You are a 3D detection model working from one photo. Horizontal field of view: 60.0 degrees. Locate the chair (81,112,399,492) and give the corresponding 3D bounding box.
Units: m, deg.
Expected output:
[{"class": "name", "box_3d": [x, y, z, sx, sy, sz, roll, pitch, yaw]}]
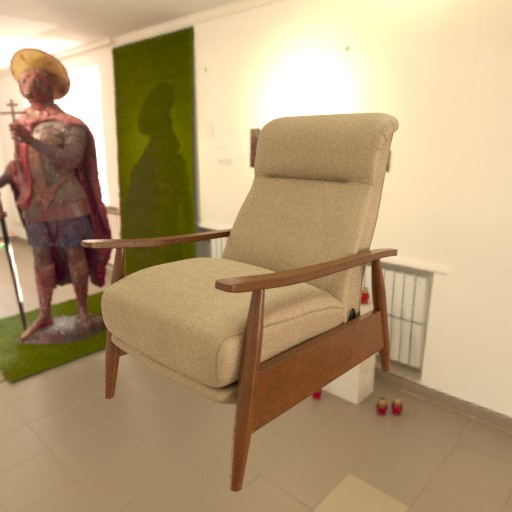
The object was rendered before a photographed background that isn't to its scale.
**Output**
[{"class": "chair", "box_3d": [0.000, 0.000, 1.715, 0.762, 1.082, 1.030, 13, 19, 41]}]
